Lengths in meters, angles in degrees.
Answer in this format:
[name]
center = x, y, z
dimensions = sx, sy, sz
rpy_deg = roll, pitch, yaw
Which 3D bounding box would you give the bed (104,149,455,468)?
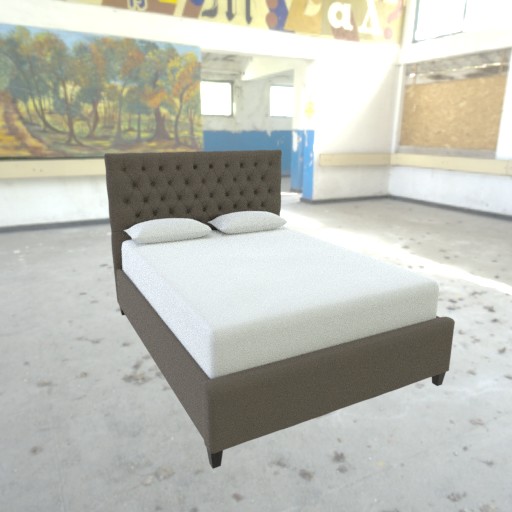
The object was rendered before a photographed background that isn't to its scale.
[bed]
center = 0.000, 0.000, 3.278
dimensions = 1.696, 1.426, 2.233
rpy_deg = -8, 18, -27
